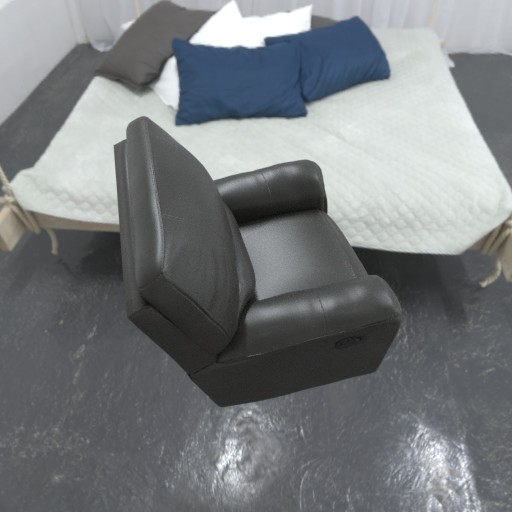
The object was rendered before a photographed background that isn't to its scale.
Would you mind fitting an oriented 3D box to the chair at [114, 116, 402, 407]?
[{"bbox_3d":[0.000,0.000,2.072,1.087,1.109,1.096,-11,48,-10],"label":"chair"}]
